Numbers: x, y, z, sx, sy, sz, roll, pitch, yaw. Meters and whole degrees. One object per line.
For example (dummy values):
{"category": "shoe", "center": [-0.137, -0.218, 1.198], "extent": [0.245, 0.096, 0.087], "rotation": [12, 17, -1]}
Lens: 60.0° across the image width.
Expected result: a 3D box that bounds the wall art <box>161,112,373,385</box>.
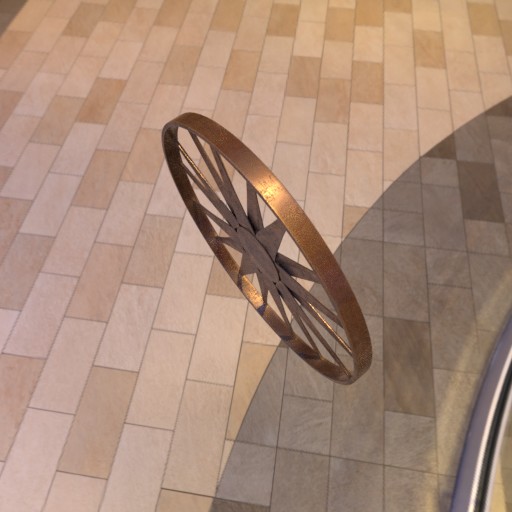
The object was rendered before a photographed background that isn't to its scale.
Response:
{"category": "wall art", "center": [0.000, 0.000, 0.858], "extent": [0.084, 0.583, 0.582], "rotation": [-33, 65, -18]}
